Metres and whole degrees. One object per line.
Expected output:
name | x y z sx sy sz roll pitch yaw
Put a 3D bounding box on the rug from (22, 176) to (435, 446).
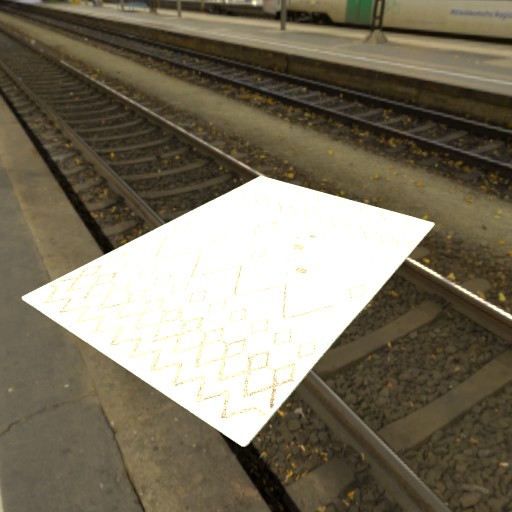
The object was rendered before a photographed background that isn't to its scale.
rug | 0.000 0.000 2.281 1.260 0.009 1.820 21 37 30
